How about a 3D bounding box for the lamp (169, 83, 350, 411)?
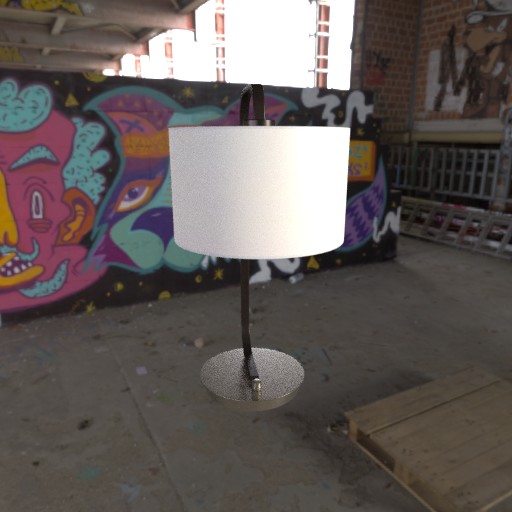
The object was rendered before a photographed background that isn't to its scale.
[{"bbox_3d":[0.000,0.000,0.646,0.230,0.473,0.288,-2,15,-8],"label":"lamp"}]
